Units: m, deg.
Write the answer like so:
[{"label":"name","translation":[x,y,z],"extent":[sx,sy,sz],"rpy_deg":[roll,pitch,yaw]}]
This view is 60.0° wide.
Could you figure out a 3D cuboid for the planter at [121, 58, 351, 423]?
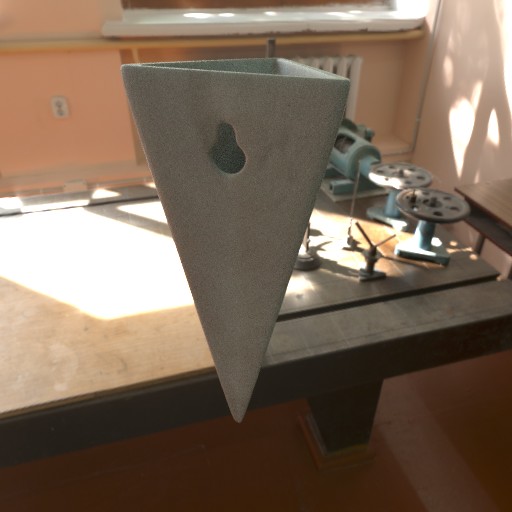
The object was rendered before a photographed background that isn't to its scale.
[{"label":"planter","translation":[0.000,0.000,0.271],"extent":[0.101,0.224,0.081],"rpy_deg":[10,34,16]}]
